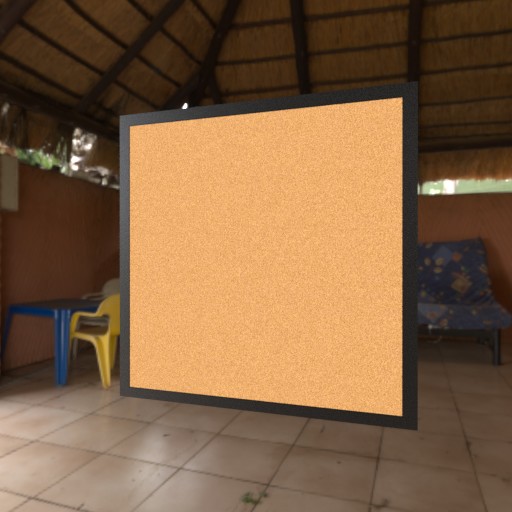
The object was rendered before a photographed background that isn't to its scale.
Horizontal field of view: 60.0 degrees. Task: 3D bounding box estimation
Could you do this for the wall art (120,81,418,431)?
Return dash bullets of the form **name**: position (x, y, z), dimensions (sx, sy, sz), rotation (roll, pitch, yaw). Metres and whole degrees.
- **wall art**: position (0.000, 0.000, 0.739), dimensions (0.506, 0.506, 0.038), rotation (0, 0, 18)
